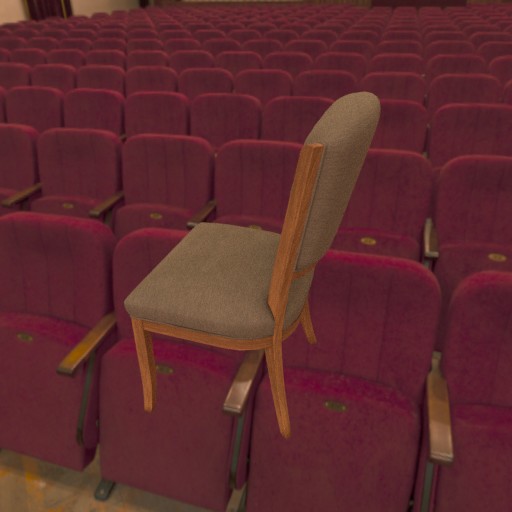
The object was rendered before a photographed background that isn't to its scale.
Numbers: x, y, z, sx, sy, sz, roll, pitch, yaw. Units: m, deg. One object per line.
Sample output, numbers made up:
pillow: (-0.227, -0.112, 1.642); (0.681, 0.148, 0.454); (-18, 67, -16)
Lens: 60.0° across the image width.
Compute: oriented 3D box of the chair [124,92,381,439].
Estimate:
chair: (0.000, 0.000, 1.279); (0.584, 0.905, 0.513); (8, 30, 14)
